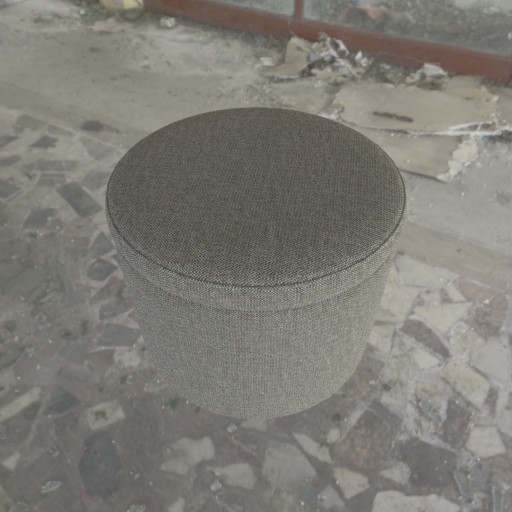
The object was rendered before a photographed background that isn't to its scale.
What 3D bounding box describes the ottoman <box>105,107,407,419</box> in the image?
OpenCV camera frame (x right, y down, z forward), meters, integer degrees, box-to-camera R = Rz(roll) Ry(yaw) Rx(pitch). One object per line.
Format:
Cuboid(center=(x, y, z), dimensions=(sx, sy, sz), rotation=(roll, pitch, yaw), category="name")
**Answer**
Cuboid(center=(0.000, 0.000, 0.906), dimensions=(0.520, 0.430, 0.520), rotation=(0, 45, 0), category="ottoman")
